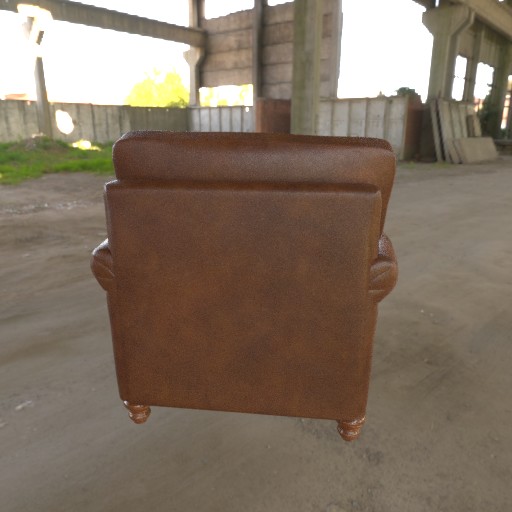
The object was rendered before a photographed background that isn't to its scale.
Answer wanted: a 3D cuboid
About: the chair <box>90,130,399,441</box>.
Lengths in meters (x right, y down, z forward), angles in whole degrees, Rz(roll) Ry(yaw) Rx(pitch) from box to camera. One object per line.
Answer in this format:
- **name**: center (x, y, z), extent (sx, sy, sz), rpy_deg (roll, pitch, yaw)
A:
- **chair**: center (0.000, 0.000, 1.764), extent (0.989, 0.972, 0.992), rpy_deg (2, 17, 7)
